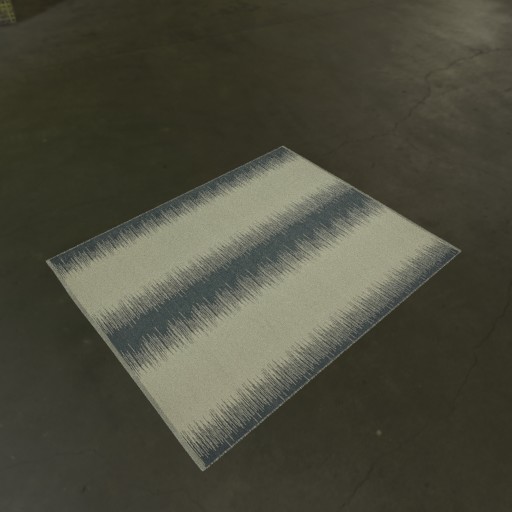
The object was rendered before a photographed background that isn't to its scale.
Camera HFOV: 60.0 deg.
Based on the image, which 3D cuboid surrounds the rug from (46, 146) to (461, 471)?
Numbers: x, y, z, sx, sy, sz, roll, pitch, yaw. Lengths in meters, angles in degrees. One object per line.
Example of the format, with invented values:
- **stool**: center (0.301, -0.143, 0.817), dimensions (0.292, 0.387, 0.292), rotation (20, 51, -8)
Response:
- **rug**: center (0.000, 0.000, 4.141), dimensions (3.037, 0.004, 2.453), rotation (-32, 53, -27)
